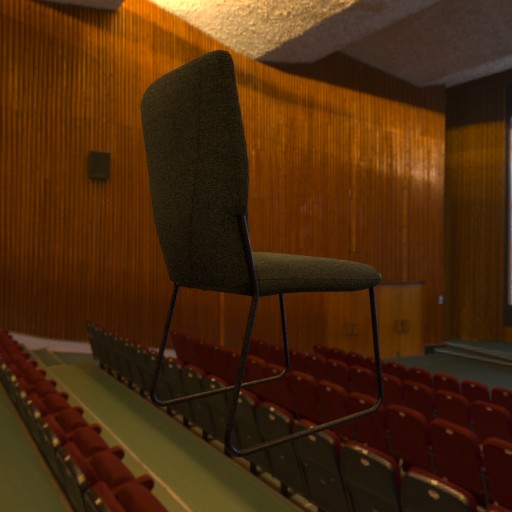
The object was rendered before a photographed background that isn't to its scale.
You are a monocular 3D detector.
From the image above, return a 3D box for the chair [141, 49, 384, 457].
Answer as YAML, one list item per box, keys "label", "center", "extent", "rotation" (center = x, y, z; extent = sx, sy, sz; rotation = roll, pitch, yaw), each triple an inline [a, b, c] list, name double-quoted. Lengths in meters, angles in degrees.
- label: "chair"
  center: [0.000, 0.000, 1.312]
  extent: [0.635, 0.931, 0.480]
  rotation: [-1, 1, -37]
